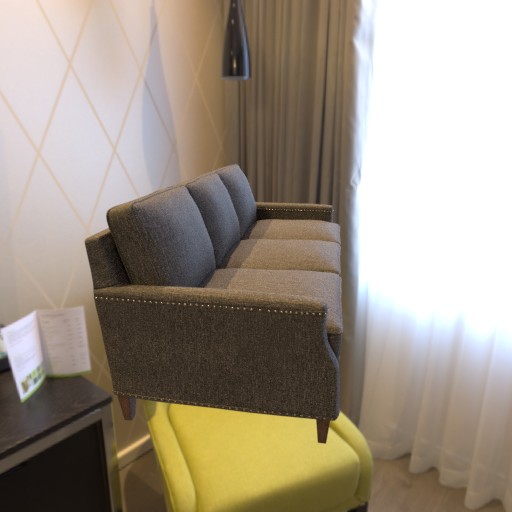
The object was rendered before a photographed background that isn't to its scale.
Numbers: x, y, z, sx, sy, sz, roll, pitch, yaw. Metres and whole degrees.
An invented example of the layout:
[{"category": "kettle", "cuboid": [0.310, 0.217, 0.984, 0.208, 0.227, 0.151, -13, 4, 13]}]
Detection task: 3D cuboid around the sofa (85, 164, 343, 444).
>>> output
[{"category": "sofa", "cuboid": [0.000, 0.000, 2.842, 1.084, 1.003, 2.246, 3, 17, 10]}]
